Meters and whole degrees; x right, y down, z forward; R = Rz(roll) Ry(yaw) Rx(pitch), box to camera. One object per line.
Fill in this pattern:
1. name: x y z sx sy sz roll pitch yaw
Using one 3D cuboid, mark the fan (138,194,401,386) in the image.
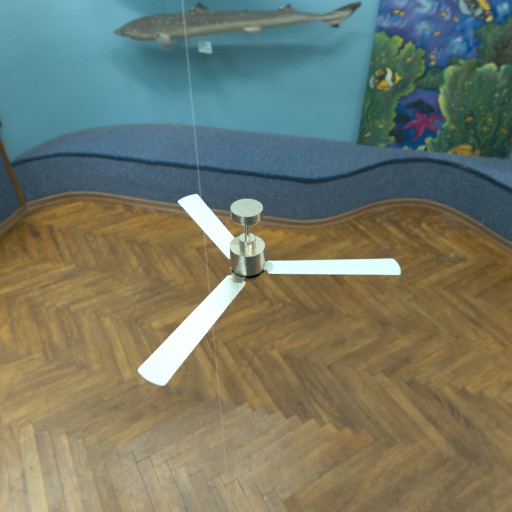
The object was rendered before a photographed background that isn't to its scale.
1. fan: 0.000 0.000 2.386 1.561 0.446 1.531 11 41 13
